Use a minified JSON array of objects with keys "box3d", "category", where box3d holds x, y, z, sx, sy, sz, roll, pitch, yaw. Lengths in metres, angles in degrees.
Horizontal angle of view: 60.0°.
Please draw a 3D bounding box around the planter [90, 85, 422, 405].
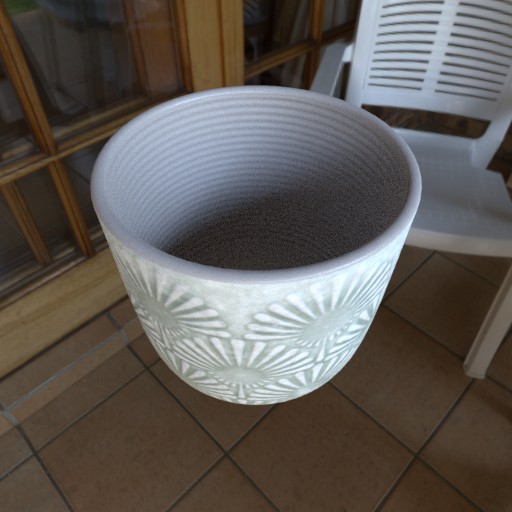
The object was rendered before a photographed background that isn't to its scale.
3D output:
[{"box3d":[0.000,0.000,0.209,0.124,0.109,0.124,0,46,0],"category":"planter"}]
